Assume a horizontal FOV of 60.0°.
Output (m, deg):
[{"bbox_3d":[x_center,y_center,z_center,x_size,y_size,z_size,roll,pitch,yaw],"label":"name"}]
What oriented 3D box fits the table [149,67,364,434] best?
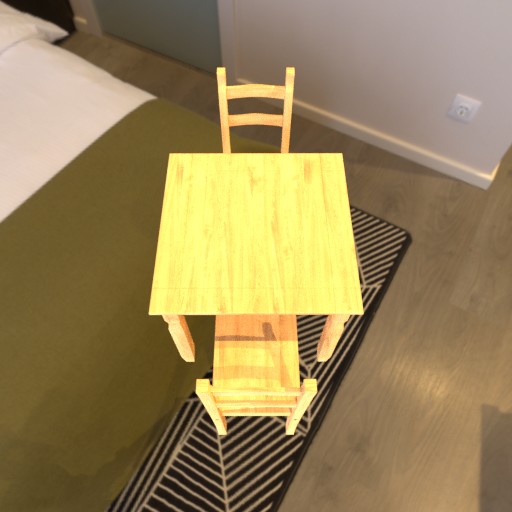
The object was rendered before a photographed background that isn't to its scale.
[{"bbox_3d":[0.000,0.000,2.108,0.813,0.942,1.501,0,59,0],"label":"table"}]
